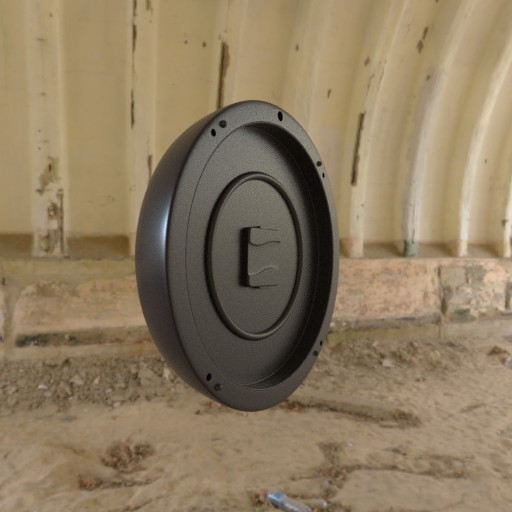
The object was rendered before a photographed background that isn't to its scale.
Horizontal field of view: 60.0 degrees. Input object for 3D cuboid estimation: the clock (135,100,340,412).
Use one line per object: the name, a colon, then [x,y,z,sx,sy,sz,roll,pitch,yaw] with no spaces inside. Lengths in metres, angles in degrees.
clock: [0.000,0.000,0.457,0.060,0.300,0.300,1,1,35]
